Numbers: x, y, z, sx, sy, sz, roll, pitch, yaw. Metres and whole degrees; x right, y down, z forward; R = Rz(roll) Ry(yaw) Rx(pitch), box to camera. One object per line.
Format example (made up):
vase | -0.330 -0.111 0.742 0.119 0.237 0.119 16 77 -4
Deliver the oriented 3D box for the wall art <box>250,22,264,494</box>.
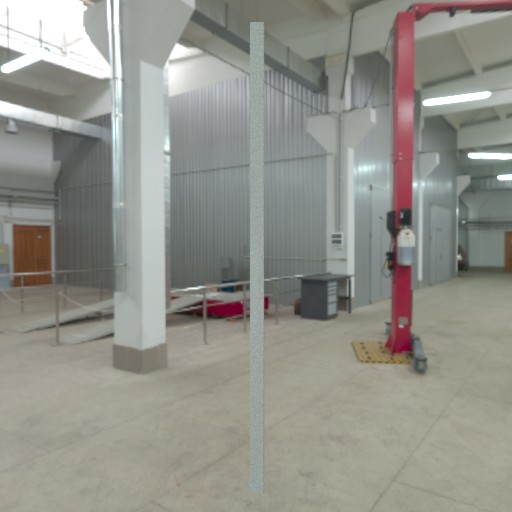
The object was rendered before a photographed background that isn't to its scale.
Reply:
wall art | 0.000 0.000 0.971 0.021 0.710 0.609 0 2 0
